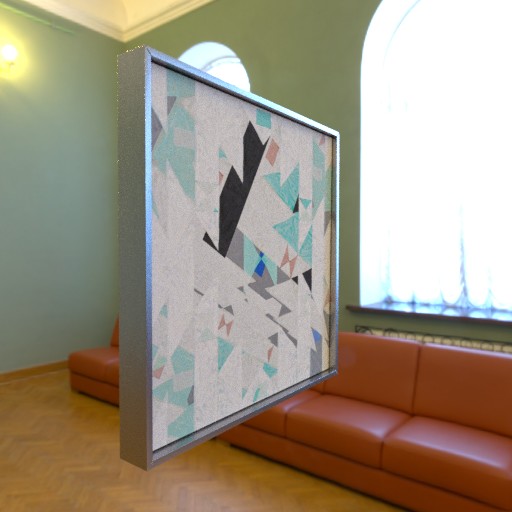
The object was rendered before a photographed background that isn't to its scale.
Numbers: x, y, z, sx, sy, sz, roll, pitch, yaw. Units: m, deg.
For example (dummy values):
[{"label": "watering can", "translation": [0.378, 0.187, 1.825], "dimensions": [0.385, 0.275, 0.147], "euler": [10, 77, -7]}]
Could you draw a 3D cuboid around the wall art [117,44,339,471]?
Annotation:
[{"label": "wall art", "translation": [0.000, 0.000, 0.514], "dimensions": [0.038, 0.350, 0.350], "euler": [1, 2, 37]}]
